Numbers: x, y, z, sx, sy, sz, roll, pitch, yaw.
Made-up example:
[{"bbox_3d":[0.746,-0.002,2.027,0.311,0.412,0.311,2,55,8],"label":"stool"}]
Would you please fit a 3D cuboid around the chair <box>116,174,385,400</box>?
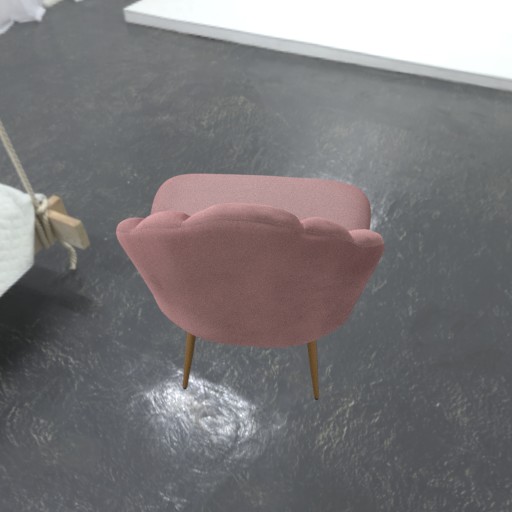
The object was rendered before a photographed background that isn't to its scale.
[{"bbox_3d":[0.000,0.000,1.256,0.657,0.819,0.599,4,47,3],"label":"chair"}]
